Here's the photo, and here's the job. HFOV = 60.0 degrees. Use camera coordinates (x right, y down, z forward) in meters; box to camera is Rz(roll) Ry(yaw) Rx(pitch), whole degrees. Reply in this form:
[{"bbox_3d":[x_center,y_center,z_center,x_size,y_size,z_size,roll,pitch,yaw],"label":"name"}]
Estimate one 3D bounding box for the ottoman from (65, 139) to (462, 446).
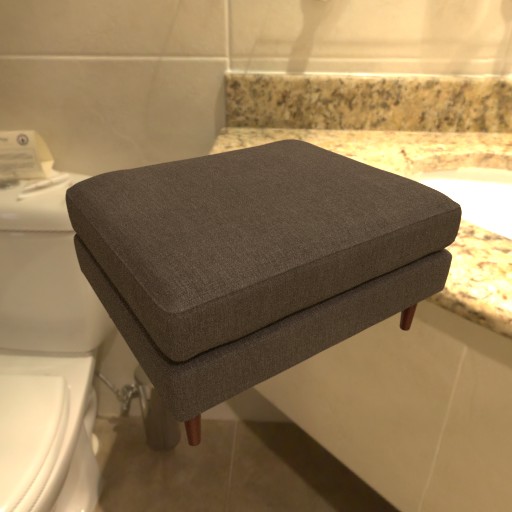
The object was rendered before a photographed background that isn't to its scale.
[{"bbox_3d":[0.000,0.000,1.240,0.821,0.474,0.693,-19,35,-29],"label":"ottoman"}]
